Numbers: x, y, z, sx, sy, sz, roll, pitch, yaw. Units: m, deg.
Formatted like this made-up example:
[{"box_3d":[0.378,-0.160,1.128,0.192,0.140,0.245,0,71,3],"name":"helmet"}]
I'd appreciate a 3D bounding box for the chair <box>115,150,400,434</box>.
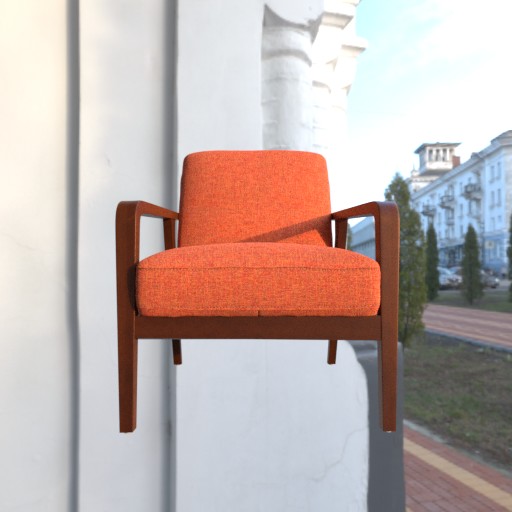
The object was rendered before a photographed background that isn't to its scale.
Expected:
[{"box_3d":[0.000,0.000,1.503,0.719,0.890,0.860,0,-2,-1],"name":"chair"}]
